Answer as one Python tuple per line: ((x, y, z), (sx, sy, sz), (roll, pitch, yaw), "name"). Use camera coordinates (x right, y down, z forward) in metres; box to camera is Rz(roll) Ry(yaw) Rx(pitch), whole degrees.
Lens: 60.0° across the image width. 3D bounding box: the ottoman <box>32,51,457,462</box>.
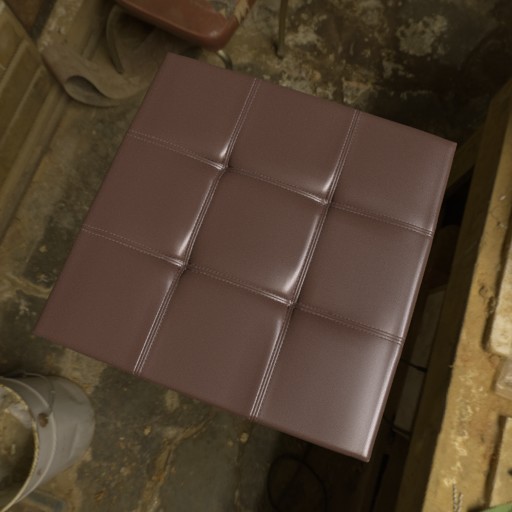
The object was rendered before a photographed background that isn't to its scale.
((0.000, 0.000, 1.234), (0.788, 0.460, 0.787), (19, 77, 5), "ottoman")
